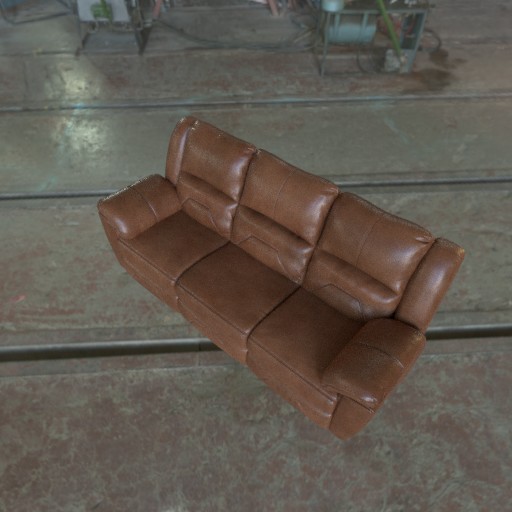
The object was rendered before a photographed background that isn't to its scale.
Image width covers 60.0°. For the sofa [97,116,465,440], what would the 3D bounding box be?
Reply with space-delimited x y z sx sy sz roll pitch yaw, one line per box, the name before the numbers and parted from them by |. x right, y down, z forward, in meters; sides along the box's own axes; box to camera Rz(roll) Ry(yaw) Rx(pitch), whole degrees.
sofa | 0.000 0.000 2.965 2.337 1.043 0.991 32 54 27
